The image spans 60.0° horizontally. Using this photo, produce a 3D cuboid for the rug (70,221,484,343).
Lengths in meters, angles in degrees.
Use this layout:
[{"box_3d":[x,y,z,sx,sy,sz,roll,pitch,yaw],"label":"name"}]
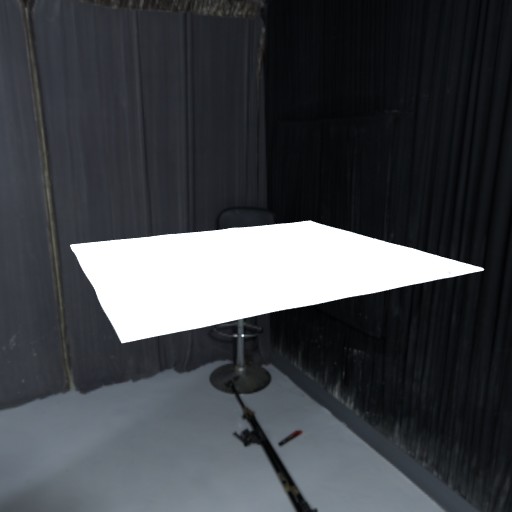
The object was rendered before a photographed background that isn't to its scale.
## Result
[{"box_3d":[0.000,0.000,0.886,0.639,0.006,0.548,-8,16,-27],"label":"rug"}]
